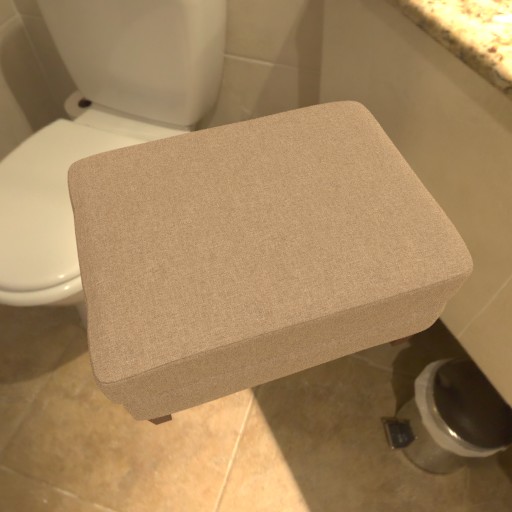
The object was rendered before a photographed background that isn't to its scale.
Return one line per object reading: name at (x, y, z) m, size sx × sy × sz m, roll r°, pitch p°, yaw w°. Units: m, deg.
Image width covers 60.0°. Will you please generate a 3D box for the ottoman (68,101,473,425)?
ottoman at (0.000, 0.000, 1.285) m, size 0.898 × 0.519 × 0.677 m, roll -15°, pitch 58°, yaw -10°
